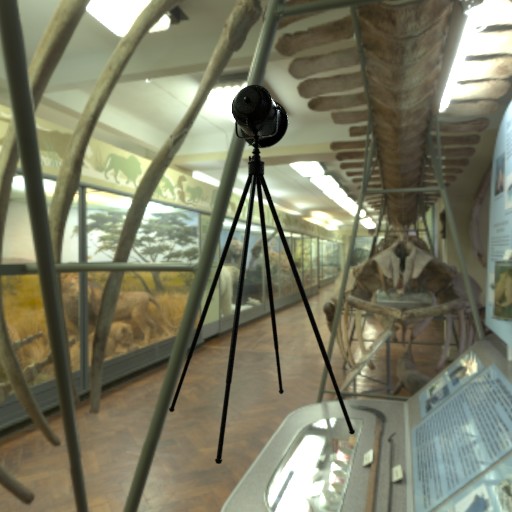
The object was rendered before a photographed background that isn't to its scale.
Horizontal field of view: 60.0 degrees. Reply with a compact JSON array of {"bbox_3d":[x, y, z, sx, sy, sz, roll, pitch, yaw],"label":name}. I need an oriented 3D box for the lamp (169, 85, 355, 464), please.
[{"bbox_3d":[0.000,0.000,2.009,0.879,1.504,0.884,0,0,18],"label":"lamp"}]
